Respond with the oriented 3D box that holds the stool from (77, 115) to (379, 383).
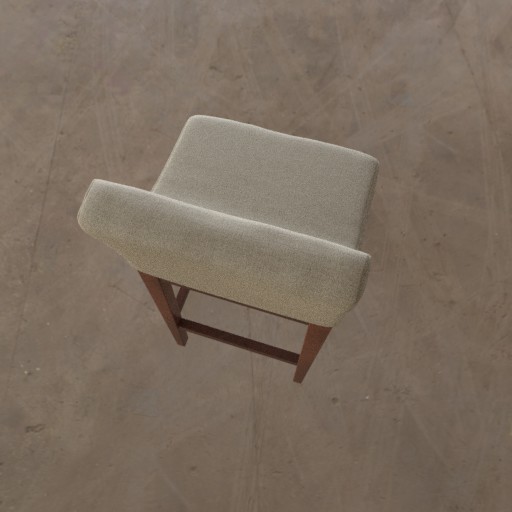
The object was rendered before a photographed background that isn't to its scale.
[{"bbox_3d":[0.000,0.000,1.228,0.511,0.937,0.500,16,65,8],"label":"stool"}]
